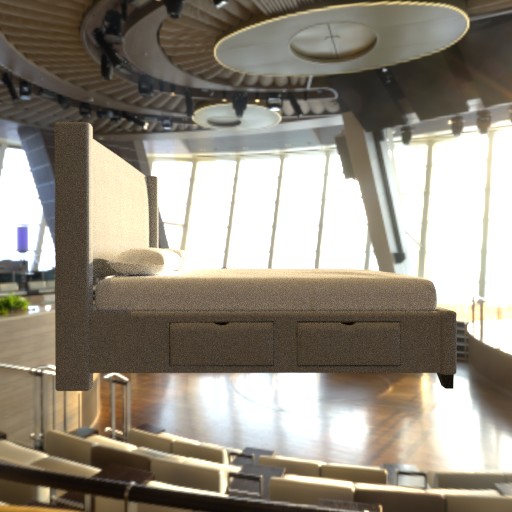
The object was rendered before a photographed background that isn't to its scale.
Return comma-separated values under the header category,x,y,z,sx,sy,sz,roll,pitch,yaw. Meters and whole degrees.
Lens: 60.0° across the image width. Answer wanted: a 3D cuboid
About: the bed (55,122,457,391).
category,x,y,z,sx,sy,sz,roll,pitch,yaw
bed,0.000,0.000,3.316,2.222,1.491,1.774,0,0,0
